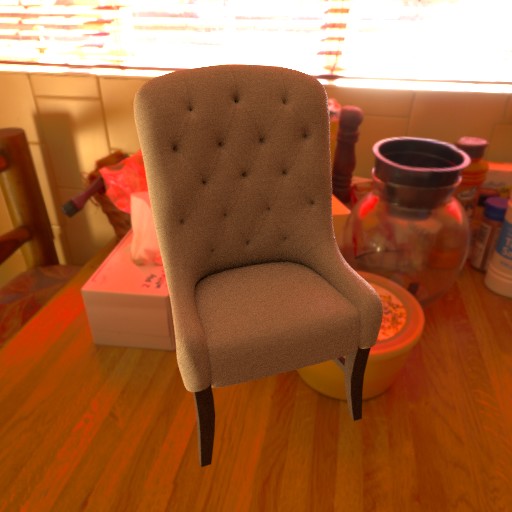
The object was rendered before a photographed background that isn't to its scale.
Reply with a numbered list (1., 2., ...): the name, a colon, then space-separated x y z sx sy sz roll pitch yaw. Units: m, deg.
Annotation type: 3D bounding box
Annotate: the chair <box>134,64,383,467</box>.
1. chair: 0.000 0.000 1.448 0.634 1.091 0.629 -10 32 -16
